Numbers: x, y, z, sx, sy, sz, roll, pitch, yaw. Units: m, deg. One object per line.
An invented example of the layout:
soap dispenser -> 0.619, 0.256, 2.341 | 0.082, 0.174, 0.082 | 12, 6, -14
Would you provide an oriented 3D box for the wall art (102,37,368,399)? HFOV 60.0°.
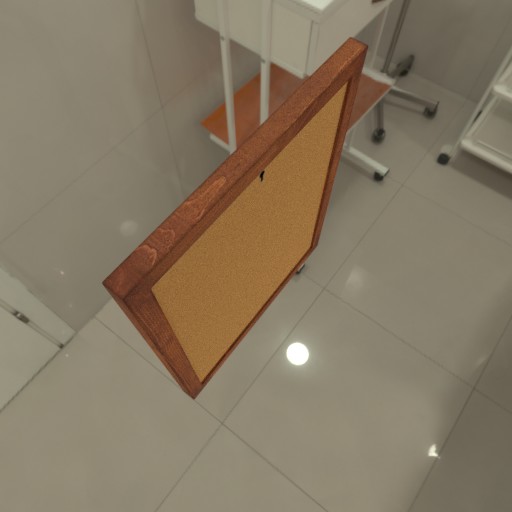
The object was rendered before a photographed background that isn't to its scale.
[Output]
wall art -> 0.000, 0.000, 0.762 | 0.030, 0.558, 0.462 | 34, 68, 16
